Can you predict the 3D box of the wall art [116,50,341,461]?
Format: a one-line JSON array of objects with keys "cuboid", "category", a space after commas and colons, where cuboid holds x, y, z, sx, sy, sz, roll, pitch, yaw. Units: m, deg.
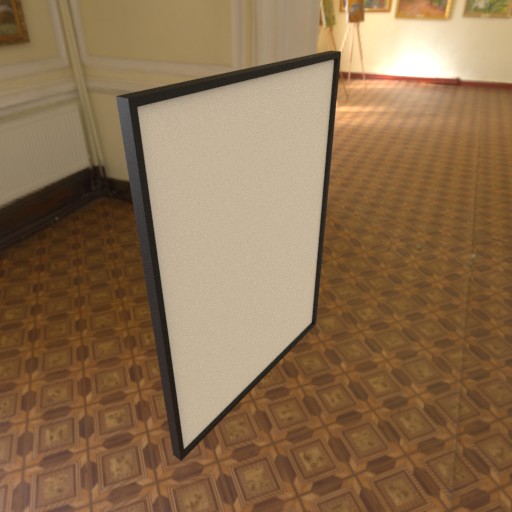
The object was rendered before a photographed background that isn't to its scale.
[{"cuboid": [0.000, 0.000, 1.356, 0.036, 1.070, 0.802, 22, 38, 31], "category": "wall art"}]
